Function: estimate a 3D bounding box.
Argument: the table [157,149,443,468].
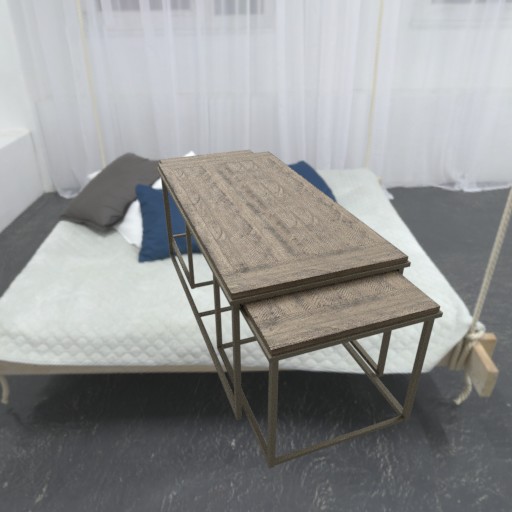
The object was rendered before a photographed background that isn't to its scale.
[{"bbox_3d":[0.000,0.000,1.568,0.489,0.427,1.312,-11,32,-18],"label":"table"}]
